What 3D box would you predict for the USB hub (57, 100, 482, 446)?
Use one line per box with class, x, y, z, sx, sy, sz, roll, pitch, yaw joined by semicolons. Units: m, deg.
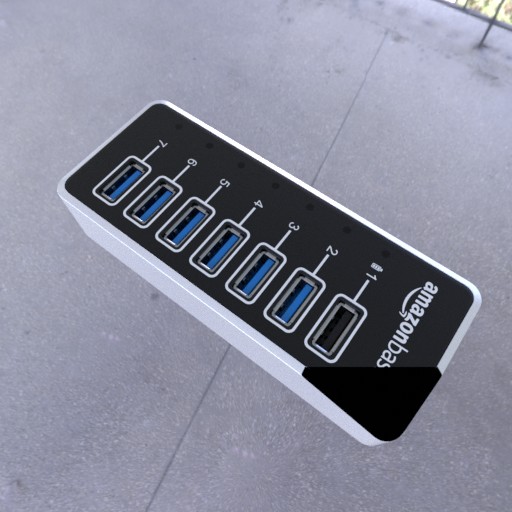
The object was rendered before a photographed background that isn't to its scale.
USB hub;0.000;0.000;0.125;0.110;0.023;0.044;34;68;16
